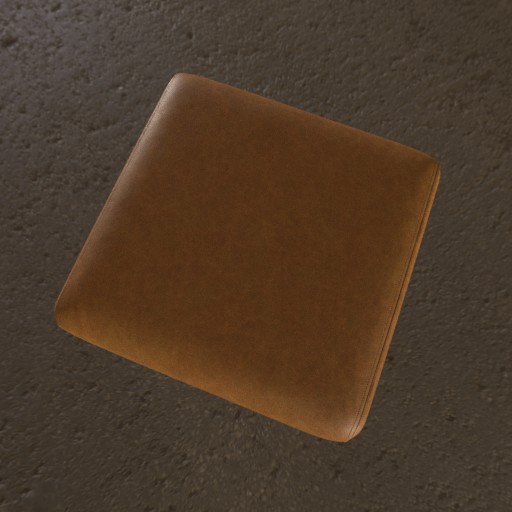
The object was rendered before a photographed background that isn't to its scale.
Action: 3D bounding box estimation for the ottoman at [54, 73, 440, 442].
[{"bbox_3d":[0.000,0.000,1.069,0.650,0.399,0.650,21,76,6],"label":"ottoman"}]
